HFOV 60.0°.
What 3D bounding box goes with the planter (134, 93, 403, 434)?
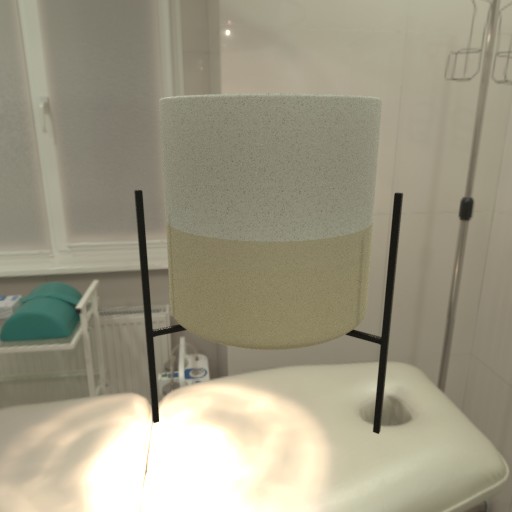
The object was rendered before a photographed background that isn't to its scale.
[{"bbox_3d":[0.000,0.000,0.544,0.263,0.362,0.267,-2,17,-8],"label":"planter"}]
